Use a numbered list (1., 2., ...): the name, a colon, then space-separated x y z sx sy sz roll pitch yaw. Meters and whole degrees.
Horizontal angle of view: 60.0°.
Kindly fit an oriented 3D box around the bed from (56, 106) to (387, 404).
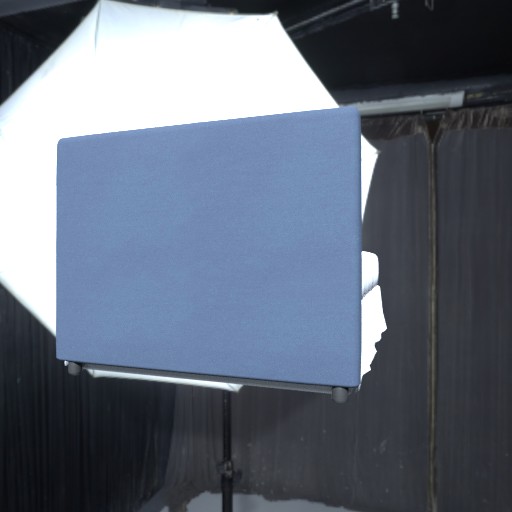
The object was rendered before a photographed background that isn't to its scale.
1. bed: 0.000 0.000 3.193 1.713 1.330 2.162 0 0 19
